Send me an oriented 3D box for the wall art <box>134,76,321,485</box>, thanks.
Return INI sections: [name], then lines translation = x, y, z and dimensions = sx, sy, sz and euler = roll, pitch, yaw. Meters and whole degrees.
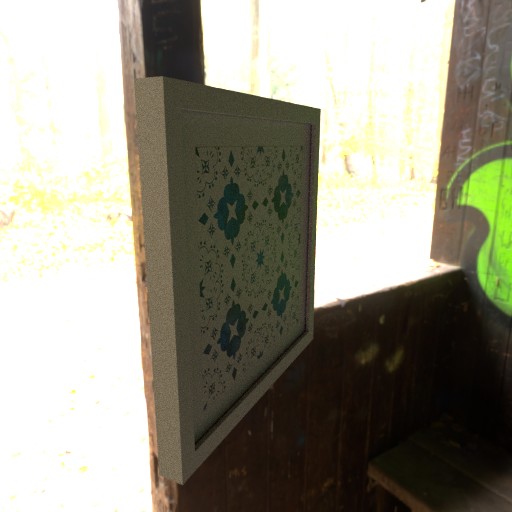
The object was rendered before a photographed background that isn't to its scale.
[wall art]
translation = 0.000, 0.000, 0.527
dimensions = 0.027, 0.355, 0.355
euler = 7, 16, 26
